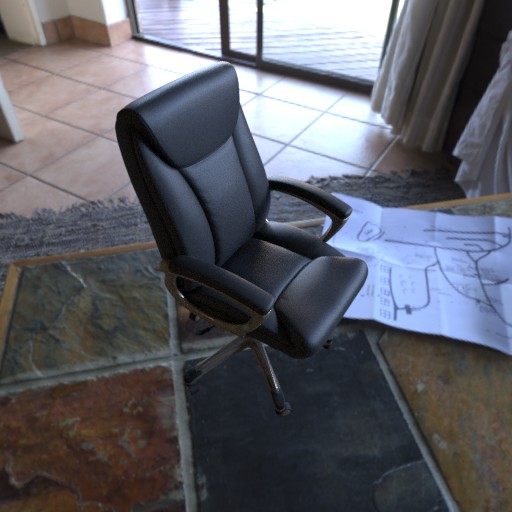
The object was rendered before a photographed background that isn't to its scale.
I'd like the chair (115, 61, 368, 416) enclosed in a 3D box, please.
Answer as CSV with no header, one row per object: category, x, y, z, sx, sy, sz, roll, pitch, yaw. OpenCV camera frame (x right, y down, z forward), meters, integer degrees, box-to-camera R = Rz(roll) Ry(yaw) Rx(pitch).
chair,0.000,0.000,1.650,0.748,1.188,0.694,24,48,24
